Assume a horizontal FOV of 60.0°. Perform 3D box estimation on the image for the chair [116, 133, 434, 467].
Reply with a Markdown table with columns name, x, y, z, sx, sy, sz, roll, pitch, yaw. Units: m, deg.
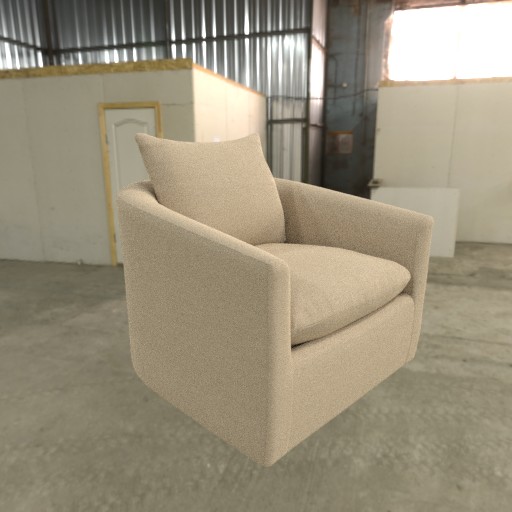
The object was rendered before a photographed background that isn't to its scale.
| name | x | y | z | sx | sy | sz | roll | pitch | yaw |
| --- | --- | --- | --- | --- | --- | --- | --- | --- | --- |
| chair | 0.000 | 0.000 | 1.571 | 0.910 | 0.848 | 0.845 | 14 | 20 | 43 |
